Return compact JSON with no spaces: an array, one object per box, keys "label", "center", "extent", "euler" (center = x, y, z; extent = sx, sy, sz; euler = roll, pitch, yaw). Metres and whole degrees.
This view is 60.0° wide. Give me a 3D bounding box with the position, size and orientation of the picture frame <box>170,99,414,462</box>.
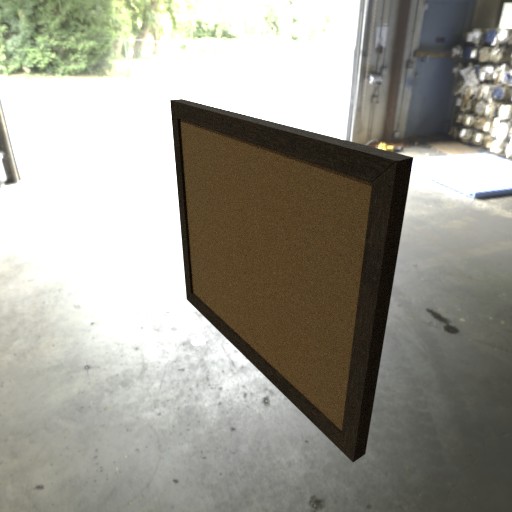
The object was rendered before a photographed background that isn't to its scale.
[{"label":"picture frame","center":[0.000,0.000,0.764],"extent":[0.026,0.455,0.546],"euler":[-17,32,-30]}]
